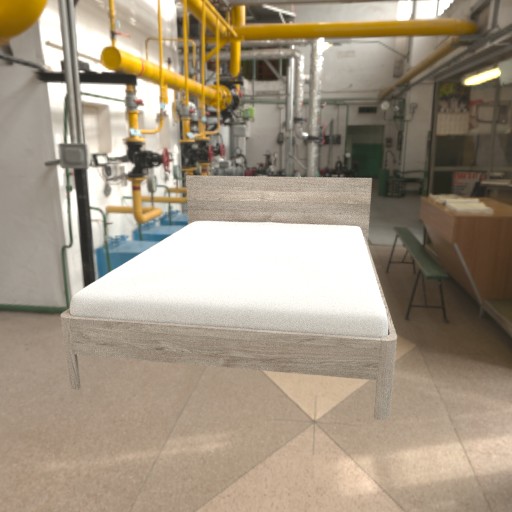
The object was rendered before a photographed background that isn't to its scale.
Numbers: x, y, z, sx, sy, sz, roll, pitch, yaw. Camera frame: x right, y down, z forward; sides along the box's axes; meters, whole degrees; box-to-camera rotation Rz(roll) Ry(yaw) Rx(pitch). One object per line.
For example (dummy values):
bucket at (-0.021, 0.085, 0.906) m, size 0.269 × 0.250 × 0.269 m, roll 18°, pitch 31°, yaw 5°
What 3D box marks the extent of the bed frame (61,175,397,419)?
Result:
bed frame at (0.000, 0.000, 2.730) m, size 1.490 × 0.800 × 1.950 m, roll 3°, pitch 15°, yaw 9°
